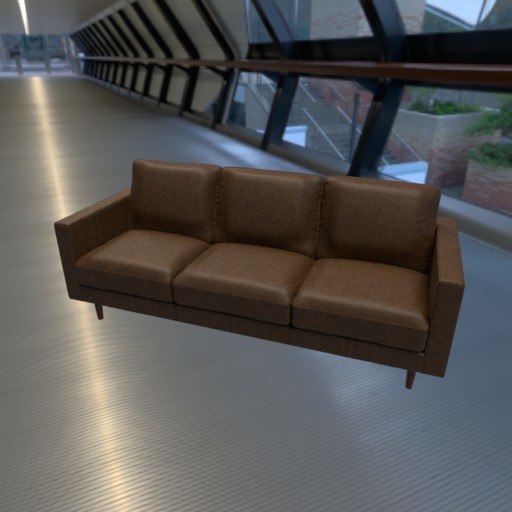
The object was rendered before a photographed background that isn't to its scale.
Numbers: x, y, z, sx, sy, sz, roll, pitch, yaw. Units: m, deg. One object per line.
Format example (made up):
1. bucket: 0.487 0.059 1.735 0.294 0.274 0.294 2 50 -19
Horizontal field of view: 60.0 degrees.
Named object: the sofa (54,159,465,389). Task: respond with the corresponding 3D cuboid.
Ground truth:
1. sofa: 0.000 0.000 2.705 2.231 0.930 0.903 9 27 18
